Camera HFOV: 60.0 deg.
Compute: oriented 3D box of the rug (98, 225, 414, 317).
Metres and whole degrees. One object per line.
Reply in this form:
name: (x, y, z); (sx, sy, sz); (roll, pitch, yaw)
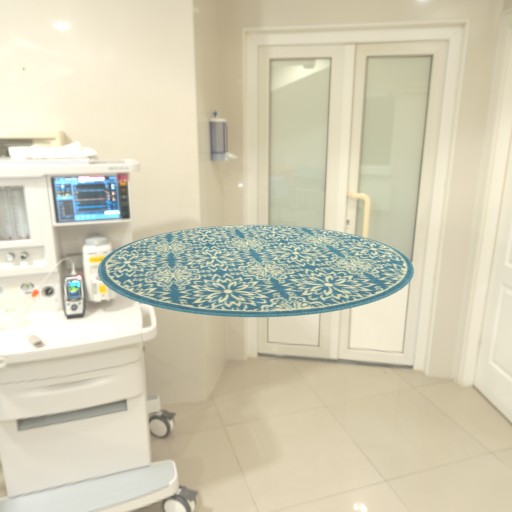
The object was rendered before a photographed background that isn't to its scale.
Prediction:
rug: (0.000, 0.000, 2.361); (1.593, 0.012, 1.593); (0, 16, 0)
